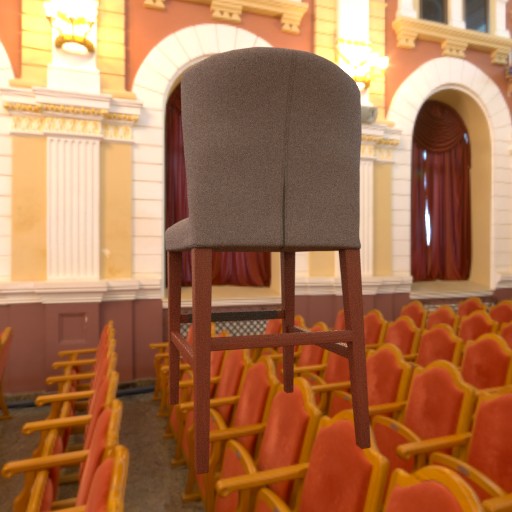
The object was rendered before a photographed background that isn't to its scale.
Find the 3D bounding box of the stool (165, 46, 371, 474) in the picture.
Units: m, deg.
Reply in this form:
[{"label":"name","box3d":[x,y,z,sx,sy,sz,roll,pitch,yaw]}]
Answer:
[{"label":"stool","box3d":[0.000,0.000,1.291,0.481,0.968,0.568,0,0,-18]}]
